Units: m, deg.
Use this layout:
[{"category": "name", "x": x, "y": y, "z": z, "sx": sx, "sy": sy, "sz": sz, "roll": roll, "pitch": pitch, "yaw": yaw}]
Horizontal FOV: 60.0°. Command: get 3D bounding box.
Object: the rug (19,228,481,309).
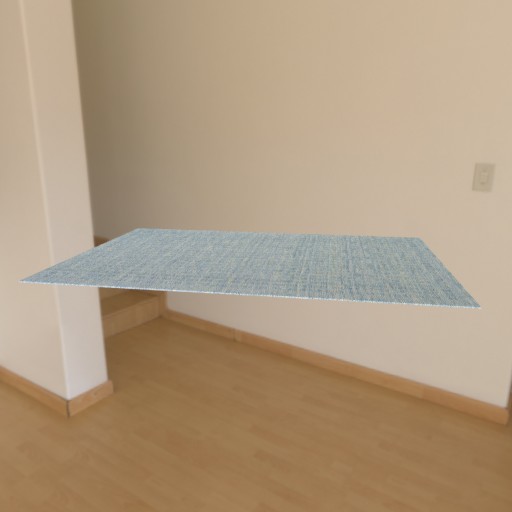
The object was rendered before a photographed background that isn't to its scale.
[{"category": "rug", "x": 0.000, "y": 0.000, "z": 2.197, "sx": 1.752, "sy": 0.006, "sz": 1.142, "roll": 2, "pitch": 15, "yaw": 9}]
